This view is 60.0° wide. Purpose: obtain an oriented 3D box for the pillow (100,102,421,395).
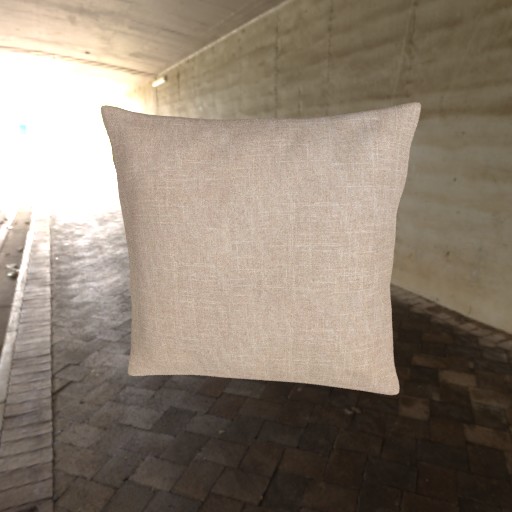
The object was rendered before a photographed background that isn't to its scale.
[{"bbox_3d":[0.000,0.000,0.775,0.523,0.506,0.166,2,15,8],"label":"pillow"}]
